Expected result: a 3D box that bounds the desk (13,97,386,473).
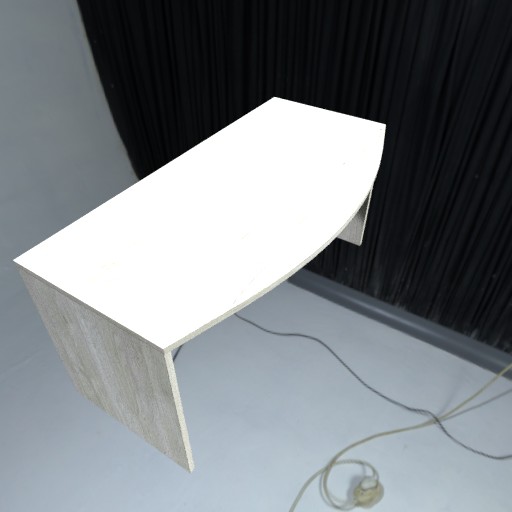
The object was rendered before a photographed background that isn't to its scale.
[{"bbox_3d":[0.000,0.000,1.997,0.802,0.752,1.600,23,46,24],"label":"desk"}]
